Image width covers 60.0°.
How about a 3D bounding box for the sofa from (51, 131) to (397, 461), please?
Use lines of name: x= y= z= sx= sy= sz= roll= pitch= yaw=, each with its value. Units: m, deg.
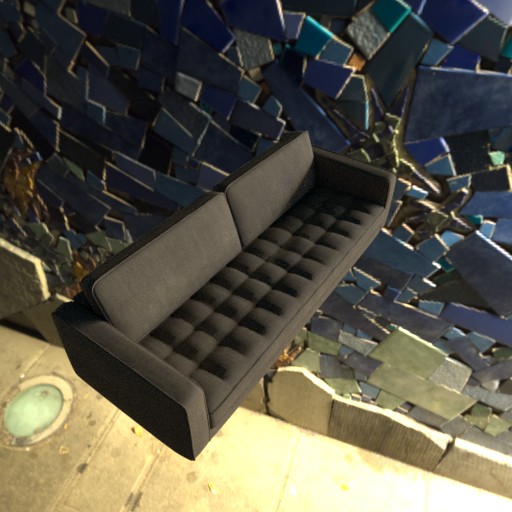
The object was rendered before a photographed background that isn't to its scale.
sofa: x=0.000 y=0.000 z=2.782 sx=0.923 sy=0.813 sz=2.295 roll=25 pitch=47 yaw=26
